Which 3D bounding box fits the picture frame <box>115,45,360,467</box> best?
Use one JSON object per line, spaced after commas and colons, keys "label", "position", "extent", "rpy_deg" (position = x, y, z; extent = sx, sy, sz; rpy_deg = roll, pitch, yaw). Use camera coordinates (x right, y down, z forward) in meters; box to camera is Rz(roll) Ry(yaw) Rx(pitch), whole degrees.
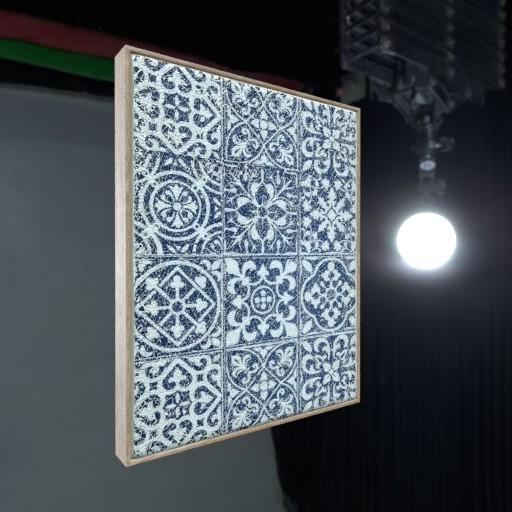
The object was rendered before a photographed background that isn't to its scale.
{"label": "picture frame", "position": [0.000, 0.000, 0.691], "extent": [0.424, 0.526, 0.043], "rpy_deg": [0, 0, -35]}
